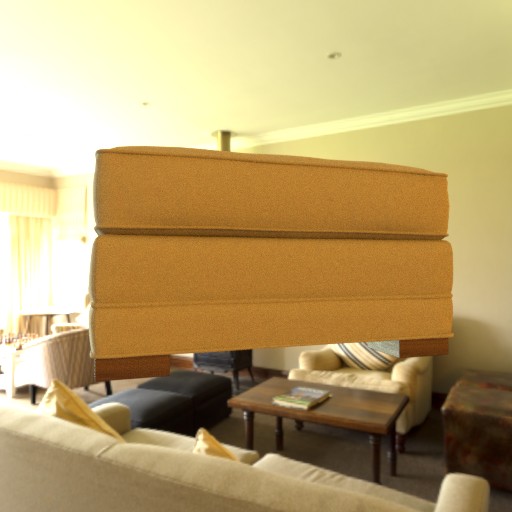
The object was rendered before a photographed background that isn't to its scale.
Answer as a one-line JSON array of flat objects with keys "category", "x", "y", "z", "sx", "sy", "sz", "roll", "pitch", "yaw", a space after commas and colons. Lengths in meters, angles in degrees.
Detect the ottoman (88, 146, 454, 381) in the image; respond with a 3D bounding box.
[{"category": "ottoman", "x": 0.000, "y": 0.000, "z": 1.225, "sx": 0.848, "sy": 0.482, "sz": 0.611, "roll": 0, "pitch": -1, "yaw": -18}]
